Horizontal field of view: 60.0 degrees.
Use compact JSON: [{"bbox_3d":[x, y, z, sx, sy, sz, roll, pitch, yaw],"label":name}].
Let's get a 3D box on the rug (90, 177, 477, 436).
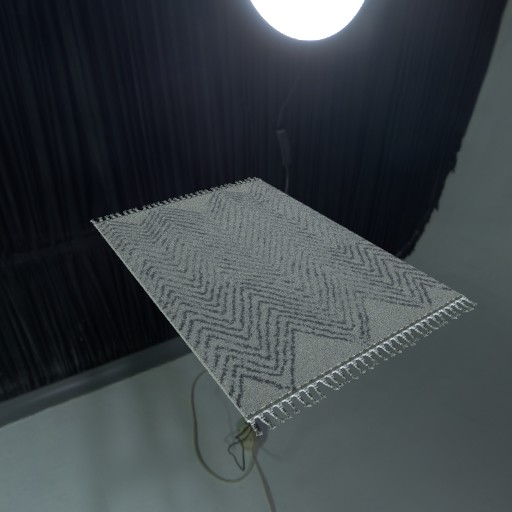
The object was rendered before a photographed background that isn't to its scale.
[{"bbox_3d":[0.000,0.000,2.378,1.230,0.014,1.847,-20,38,-28],"label":"rug"}]
